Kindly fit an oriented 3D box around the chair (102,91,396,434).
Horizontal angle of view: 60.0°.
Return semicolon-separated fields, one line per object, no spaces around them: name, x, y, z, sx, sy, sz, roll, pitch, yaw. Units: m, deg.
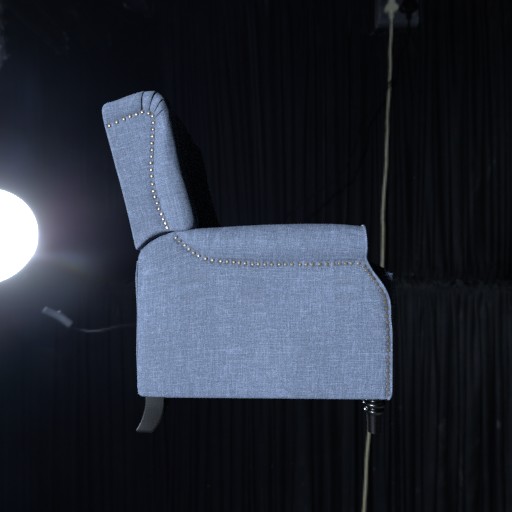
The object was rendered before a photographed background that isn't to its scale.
chair;0.000;0.000;1.610;0.898;1.035;0.742;0;0;2
